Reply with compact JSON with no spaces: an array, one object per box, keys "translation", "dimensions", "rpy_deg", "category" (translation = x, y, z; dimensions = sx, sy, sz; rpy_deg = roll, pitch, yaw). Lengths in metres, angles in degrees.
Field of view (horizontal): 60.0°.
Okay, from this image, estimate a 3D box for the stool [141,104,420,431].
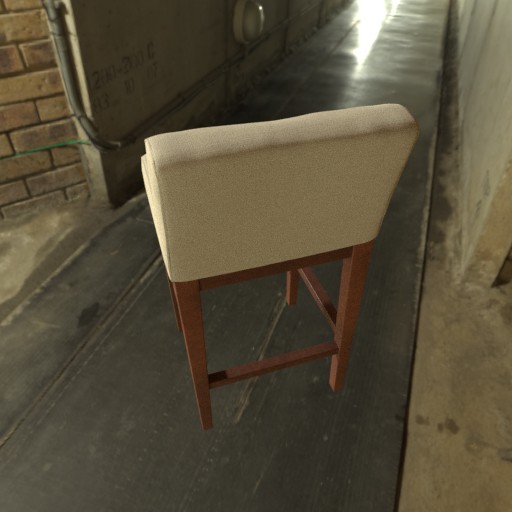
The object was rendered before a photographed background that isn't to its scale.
[{"translation":[0.000,0.000,1.228],"dimensions":[0.511,0.937,0.500],"rpy_deg":[-12,42,-14],"category":"stool"}]
